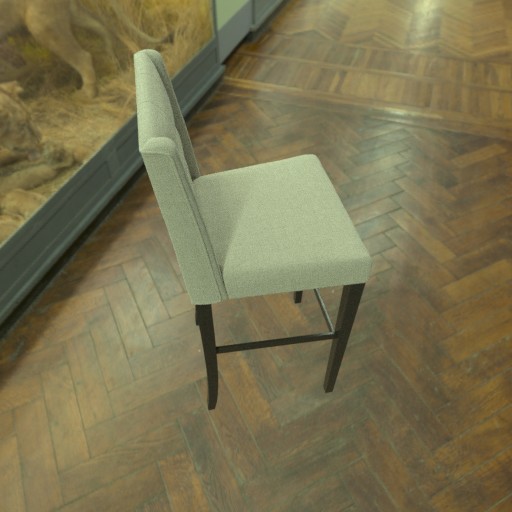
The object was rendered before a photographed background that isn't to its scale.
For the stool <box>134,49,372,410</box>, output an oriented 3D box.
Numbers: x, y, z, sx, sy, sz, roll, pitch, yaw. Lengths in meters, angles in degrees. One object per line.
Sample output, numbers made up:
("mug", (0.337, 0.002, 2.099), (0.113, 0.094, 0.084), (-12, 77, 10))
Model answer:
("stool", (0.000, 0.000, 1.350), (0.509, 1.116, 0.474), (-9, 47, -8))
